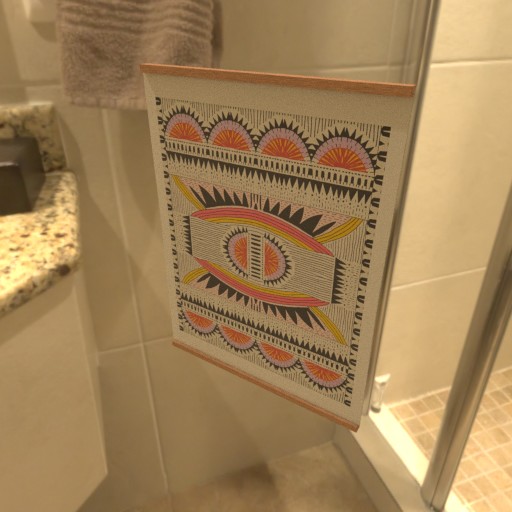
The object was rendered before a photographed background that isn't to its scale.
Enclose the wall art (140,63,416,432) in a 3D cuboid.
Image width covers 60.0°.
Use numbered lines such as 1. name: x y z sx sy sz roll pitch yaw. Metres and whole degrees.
1. wall art: 0.000 0.000 1.321 0.765 1.016 0.028 17 34 28
